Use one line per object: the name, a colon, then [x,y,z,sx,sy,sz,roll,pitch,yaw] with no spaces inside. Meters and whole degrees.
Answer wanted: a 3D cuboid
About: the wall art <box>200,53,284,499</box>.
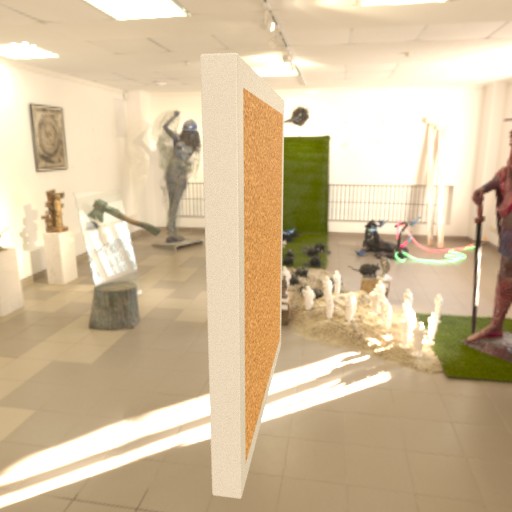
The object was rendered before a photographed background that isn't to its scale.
wall art: [0.000,0.000,0.523,0.028,0.381,0.331,2,14,9]
